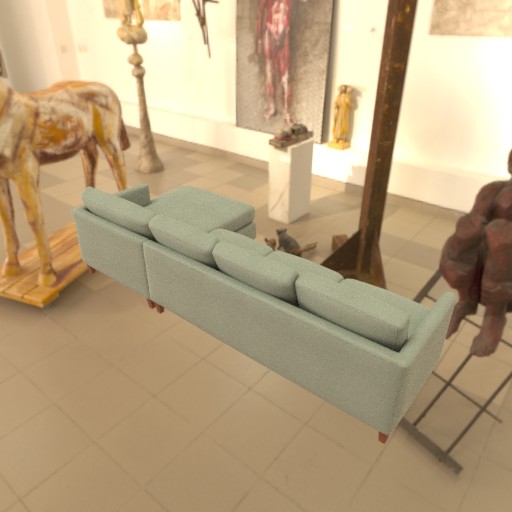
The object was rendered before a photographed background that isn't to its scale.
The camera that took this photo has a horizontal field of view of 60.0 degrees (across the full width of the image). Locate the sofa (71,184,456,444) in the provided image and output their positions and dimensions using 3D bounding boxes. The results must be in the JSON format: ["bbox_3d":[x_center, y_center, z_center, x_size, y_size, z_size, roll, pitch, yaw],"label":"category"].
[{"bbox_3d":[0.000,0.000,4.092,3.471,0.950,1.604,22,37,32],"label":"sofa"}]
